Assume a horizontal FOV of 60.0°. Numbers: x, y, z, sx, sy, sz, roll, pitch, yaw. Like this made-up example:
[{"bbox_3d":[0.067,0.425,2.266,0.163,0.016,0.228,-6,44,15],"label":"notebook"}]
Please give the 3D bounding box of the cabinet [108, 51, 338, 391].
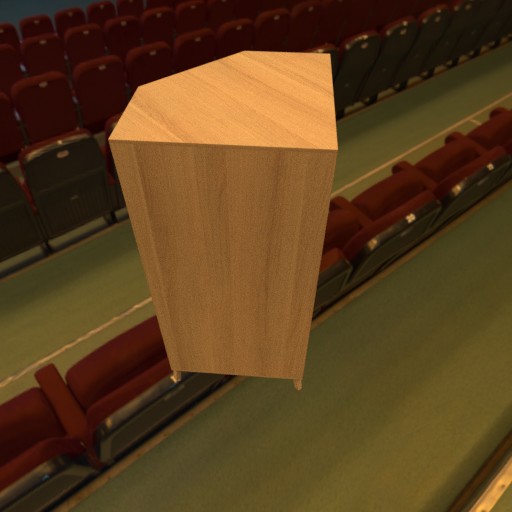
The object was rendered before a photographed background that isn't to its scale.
[{"bbox_3d":[0.000,0.000,2.661,1.272,1.957,0.969,-32,54,-26],"label":"cabinet"}]
